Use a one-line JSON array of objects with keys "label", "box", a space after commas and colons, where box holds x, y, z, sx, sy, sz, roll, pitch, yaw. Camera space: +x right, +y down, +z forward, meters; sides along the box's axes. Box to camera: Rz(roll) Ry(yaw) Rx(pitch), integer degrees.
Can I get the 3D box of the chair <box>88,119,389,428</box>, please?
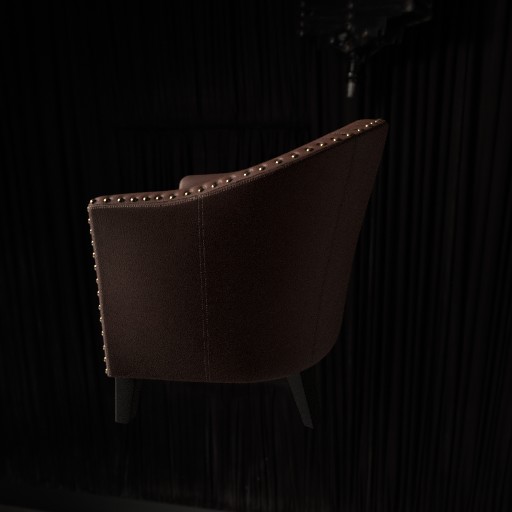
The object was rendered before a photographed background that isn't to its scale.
[{"label": "chair", "box": [0.000, 0.000, 1.409, 0.748, 0.823, 0.794, 2, 14, 8]}]
